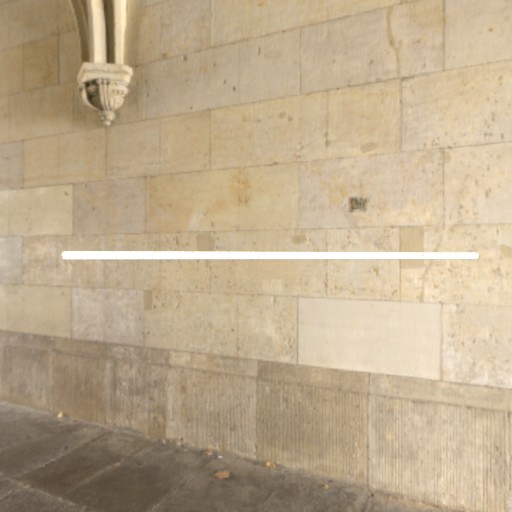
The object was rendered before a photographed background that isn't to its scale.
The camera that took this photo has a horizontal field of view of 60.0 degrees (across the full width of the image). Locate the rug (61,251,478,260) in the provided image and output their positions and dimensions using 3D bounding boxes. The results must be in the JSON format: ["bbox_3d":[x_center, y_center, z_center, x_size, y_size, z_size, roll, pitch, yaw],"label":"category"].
[{"bbox_3d":[0.000,0.000,2.357,1.778,0.030,1.219,0,0,-17],"label":"rug"}]
